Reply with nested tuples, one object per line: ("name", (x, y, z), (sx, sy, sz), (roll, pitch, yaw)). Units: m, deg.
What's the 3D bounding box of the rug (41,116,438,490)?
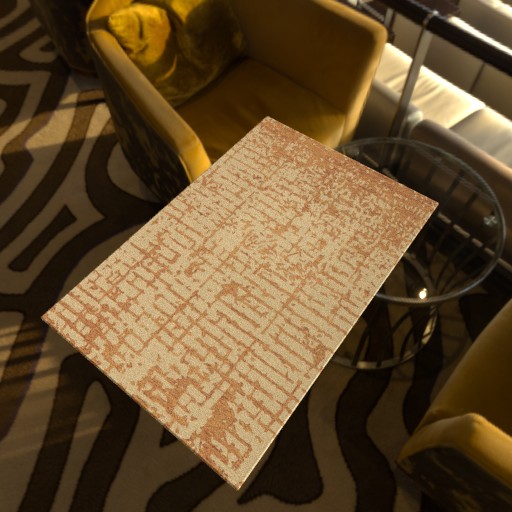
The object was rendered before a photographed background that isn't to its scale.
("rug", (0.000, 0.000, 2.331), (1.219, 0.011, 1.829), (33, 63, 19))
